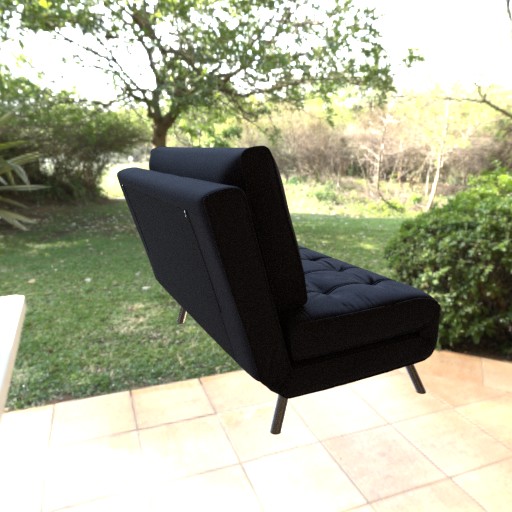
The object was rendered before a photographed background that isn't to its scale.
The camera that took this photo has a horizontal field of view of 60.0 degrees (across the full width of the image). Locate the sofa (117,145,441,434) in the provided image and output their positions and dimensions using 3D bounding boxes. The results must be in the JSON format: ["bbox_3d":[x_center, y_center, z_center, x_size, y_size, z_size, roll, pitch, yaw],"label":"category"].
[{"bbox_3d":[0.000,0.000,1.883,0.910,0.910,1.220,-7,16,-26],"label":"sofa"}]
